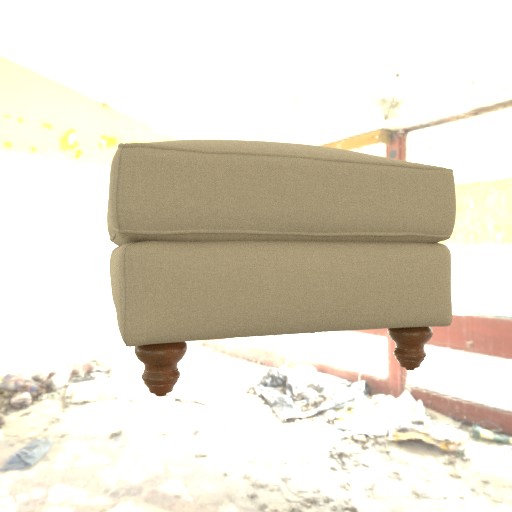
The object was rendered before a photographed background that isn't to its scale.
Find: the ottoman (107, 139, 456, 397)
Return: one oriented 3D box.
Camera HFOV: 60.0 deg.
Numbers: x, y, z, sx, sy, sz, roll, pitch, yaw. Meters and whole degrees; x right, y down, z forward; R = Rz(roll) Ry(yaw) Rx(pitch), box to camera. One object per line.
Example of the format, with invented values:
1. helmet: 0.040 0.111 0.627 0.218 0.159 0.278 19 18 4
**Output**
1. ottoman: 0.000 0.000 1.125 0.716 0.505 0.662 0 0 -19
